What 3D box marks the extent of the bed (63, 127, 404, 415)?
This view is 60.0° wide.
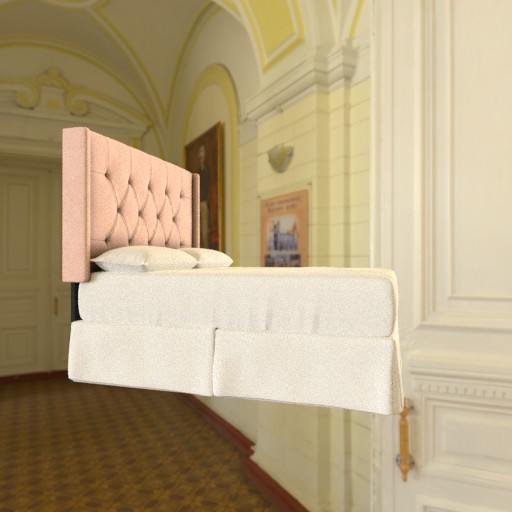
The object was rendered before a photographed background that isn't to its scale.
[{"bbox_3d":[0.000,0.000,3.305,2.066,1.665,1.719,0,0,18],"label":"bed"}]
